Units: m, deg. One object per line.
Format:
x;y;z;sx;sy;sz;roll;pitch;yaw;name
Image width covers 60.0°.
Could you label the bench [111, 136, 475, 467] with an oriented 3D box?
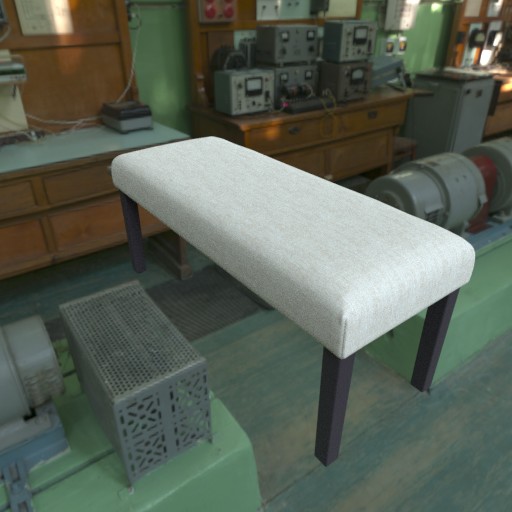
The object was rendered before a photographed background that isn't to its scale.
0.000;0.000;1.257;0.407;0.456;1.013;-21;36;-31;bench
